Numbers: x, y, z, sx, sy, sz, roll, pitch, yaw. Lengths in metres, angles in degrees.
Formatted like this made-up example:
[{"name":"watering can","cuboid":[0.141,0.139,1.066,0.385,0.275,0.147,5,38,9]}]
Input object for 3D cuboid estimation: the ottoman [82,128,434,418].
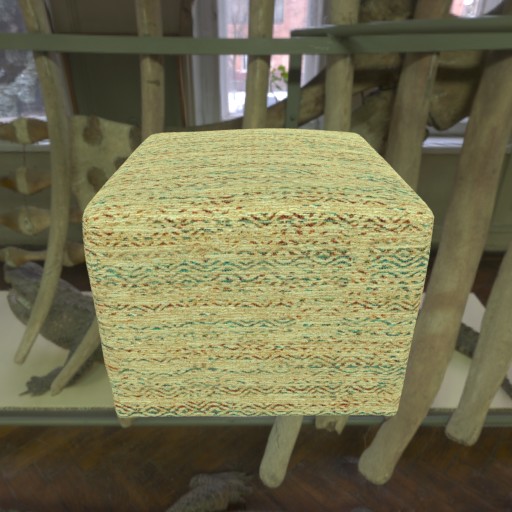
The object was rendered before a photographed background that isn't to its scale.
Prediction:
[{"name":"ottoman","cuboid":[0.000,0.000,0.924,0.512,0.453,0.521,0,28,0]}]
